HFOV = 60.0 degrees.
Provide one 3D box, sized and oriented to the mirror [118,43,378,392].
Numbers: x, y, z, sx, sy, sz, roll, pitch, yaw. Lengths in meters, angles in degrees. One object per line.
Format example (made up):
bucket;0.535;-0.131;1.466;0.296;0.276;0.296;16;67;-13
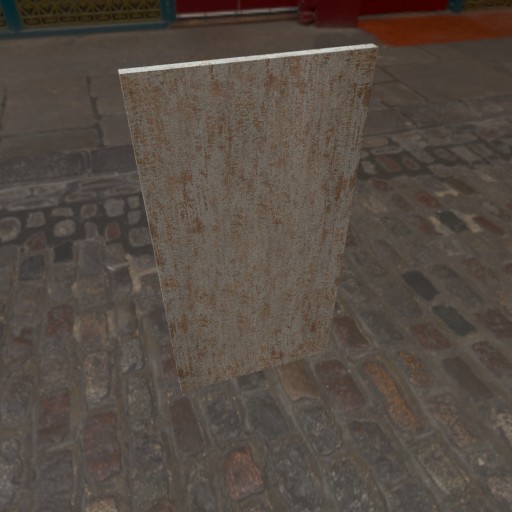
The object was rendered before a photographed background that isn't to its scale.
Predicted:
mirror;0.000;0.000;1.079;0.472;0.922;0.027;-12;42;-14
